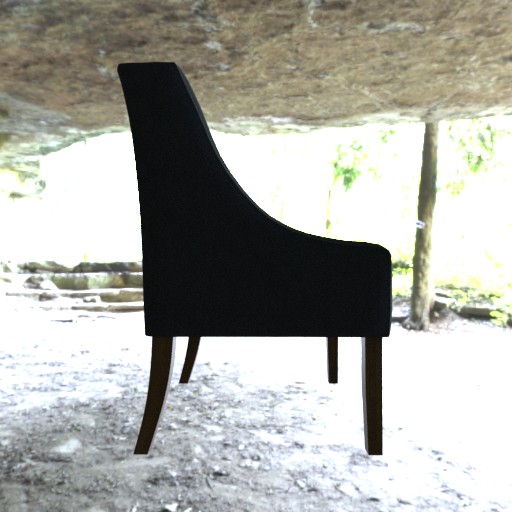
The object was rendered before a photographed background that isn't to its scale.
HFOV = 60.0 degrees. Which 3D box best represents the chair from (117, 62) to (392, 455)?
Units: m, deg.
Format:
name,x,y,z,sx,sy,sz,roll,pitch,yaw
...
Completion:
name,x,y,z,sx,sy,sz,roll,pitch,yaw
chair,0.000,0.000,1.294,0.629,0.895,0.629,0,0,0
